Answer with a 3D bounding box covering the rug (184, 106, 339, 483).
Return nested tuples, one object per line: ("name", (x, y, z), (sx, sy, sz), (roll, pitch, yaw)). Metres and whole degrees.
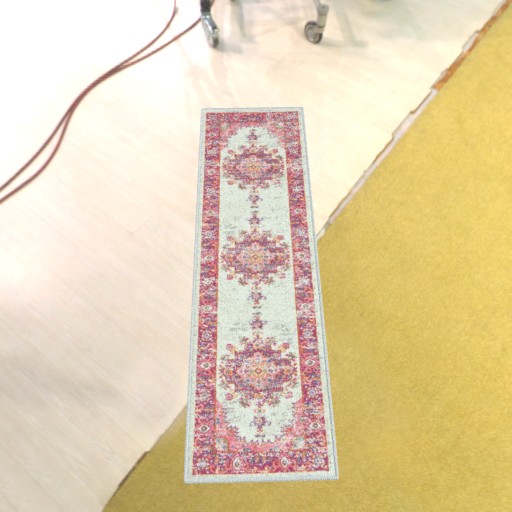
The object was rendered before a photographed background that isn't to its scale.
("rug", (0.000, 0.000, 2.008), (0.562, 0.009, 1.824), (-1, 63, -1))
